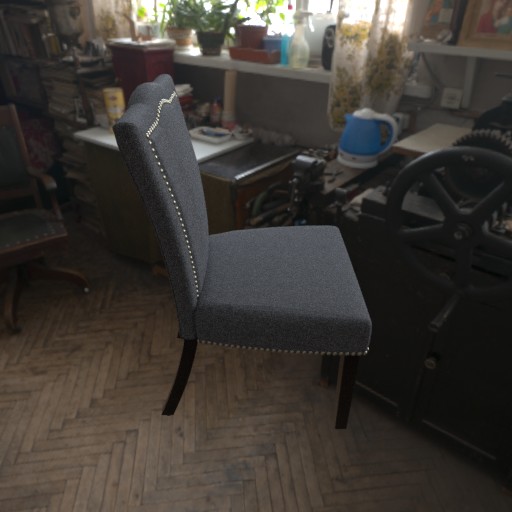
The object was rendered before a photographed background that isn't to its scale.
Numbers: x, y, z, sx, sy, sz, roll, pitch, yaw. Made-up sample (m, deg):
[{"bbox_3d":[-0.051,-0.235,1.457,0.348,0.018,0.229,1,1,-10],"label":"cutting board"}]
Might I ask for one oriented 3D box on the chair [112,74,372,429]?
[{"bbox_3d":[0.000,0.000,1.282,0.589,0.946,0.518,0,32,-1],"label":"chair"}]
